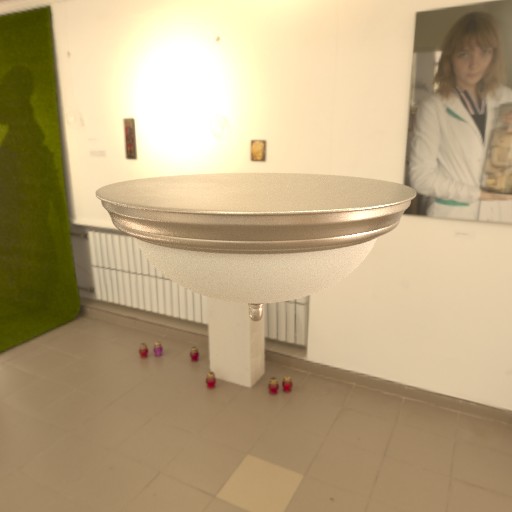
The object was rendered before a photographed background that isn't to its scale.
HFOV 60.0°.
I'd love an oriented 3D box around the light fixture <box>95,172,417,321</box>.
[{"bbox_3d":[0.000,0.000,0.426,0.280,0.135,0.280,0,16,0],"label":"light fixture"}]
